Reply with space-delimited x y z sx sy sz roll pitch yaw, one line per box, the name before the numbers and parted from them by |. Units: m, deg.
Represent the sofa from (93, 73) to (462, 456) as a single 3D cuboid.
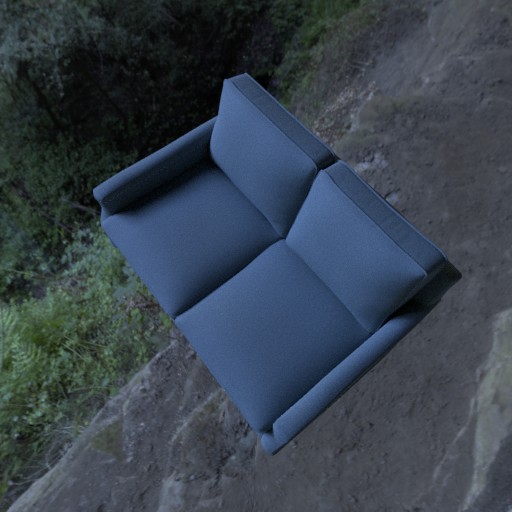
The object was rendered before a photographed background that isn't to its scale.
sofa | 0.000 0.000 2.306 1.084 1.003 1.597 -36 70 -15
